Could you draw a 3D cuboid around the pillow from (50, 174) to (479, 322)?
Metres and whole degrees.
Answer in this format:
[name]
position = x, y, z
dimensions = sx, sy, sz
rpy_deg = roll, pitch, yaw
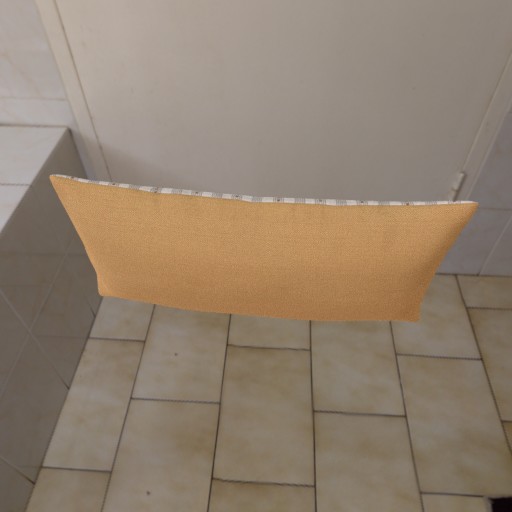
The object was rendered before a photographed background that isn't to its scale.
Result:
[pillow]
position = 0.000, 0.000, 0.731
dimensions = 0.608, 0.291, 0.151
rpy_deg = 4, 48, 4
